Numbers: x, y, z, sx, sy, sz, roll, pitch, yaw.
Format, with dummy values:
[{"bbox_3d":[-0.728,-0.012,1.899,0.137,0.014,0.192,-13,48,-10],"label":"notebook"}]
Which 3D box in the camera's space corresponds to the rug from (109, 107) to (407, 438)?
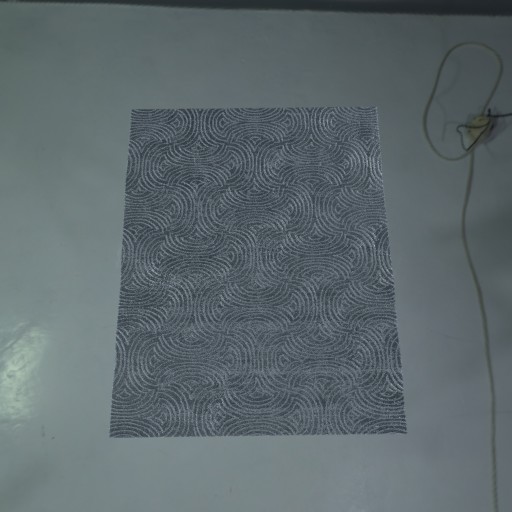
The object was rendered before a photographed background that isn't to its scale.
[{"bbox_3d":[0.000,0.000,4.015,2.456,0.021,3.042,-1,75,0],"label":"rug"}]
